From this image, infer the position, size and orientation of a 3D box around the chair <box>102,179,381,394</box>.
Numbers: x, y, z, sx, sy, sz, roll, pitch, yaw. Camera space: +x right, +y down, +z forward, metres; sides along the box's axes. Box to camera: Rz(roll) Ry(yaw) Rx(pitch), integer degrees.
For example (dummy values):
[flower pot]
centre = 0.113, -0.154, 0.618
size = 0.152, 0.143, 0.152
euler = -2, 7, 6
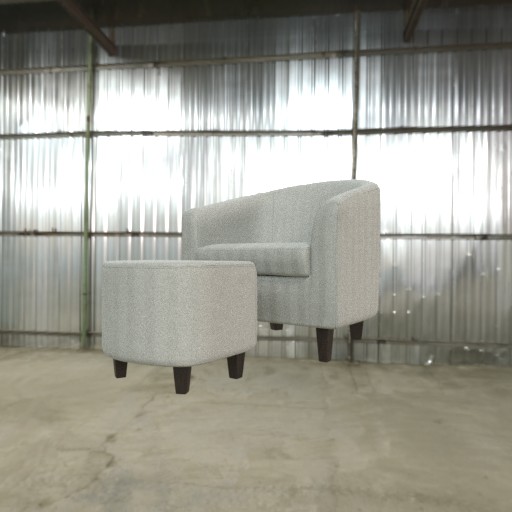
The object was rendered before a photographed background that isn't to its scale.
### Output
[chair]
centre = 0.000, 0.000, 1.749
size = 0.756, 0.757, 1.288
euler = 0, 0, 36
